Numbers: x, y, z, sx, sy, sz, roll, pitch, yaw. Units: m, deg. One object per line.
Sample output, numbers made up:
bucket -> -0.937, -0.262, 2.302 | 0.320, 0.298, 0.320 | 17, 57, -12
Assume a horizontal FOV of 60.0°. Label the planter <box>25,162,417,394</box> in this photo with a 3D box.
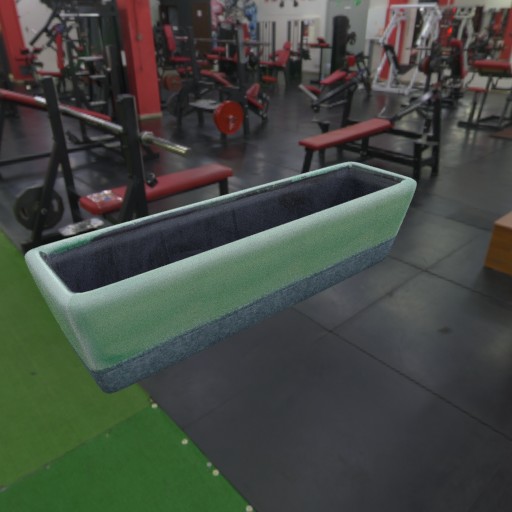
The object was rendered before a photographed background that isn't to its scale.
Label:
planter -> 0.000, 0.000, 0.311 | 0.275, 0.072, 0.072 | -21, 35, -34
